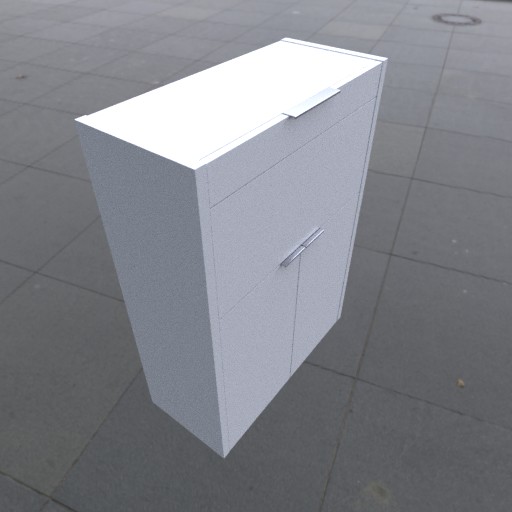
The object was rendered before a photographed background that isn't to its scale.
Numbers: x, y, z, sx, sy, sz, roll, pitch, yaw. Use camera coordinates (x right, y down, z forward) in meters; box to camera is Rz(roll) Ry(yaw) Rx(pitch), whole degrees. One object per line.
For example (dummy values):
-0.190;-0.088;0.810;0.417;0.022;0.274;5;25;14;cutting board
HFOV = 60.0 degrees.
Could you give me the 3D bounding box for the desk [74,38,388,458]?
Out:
0.000;0.000;1.560;0.390;1.190;0.850;26;47;27;desk
